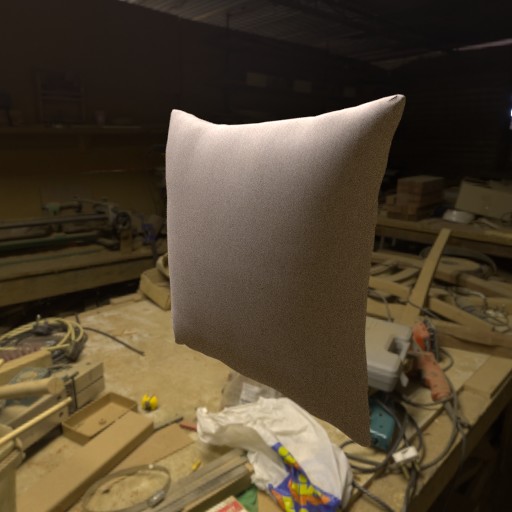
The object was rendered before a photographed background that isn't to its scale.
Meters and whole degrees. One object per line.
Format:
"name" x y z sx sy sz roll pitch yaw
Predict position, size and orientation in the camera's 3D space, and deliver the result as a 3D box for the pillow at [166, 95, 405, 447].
"pillow" 0.000 0.000 0.670 0.173 0.436 0.433 -15 21 -42
